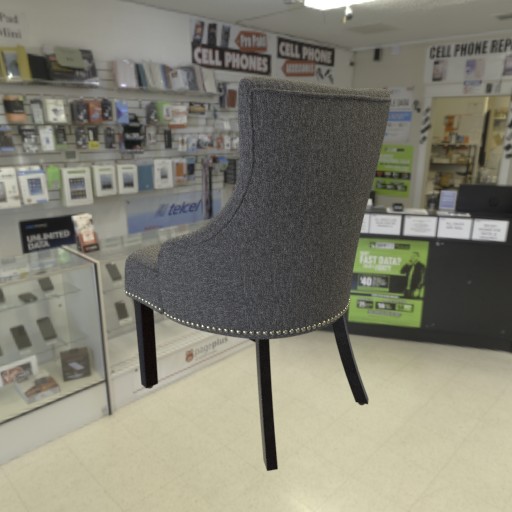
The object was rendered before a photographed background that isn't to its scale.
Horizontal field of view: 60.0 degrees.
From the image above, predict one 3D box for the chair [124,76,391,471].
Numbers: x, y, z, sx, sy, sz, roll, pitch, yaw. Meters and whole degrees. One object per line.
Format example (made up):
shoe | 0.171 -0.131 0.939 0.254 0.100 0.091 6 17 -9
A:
chair | 0.000 0.000 1.289 0.566 0.909 0.629 -15 22 -41
